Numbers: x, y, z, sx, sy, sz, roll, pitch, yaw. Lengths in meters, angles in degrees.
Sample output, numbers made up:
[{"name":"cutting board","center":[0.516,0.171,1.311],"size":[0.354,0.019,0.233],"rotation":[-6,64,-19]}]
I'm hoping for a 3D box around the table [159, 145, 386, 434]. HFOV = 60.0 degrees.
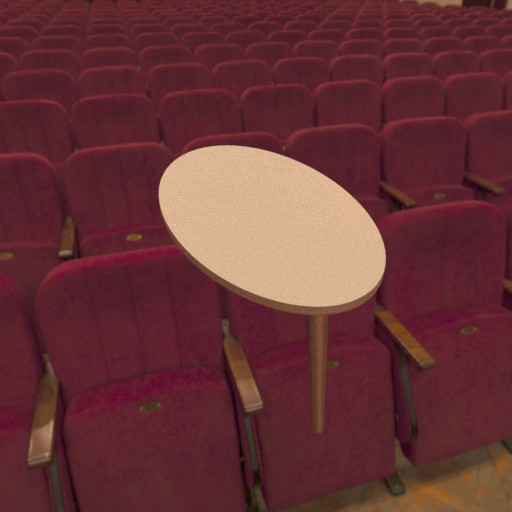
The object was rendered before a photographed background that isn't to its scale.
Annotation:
[{"name":"table","center":[0.000,0.000,1.371],"size":[0.542,0.390,1.083],"rotation":[-8,31,-14]}]
